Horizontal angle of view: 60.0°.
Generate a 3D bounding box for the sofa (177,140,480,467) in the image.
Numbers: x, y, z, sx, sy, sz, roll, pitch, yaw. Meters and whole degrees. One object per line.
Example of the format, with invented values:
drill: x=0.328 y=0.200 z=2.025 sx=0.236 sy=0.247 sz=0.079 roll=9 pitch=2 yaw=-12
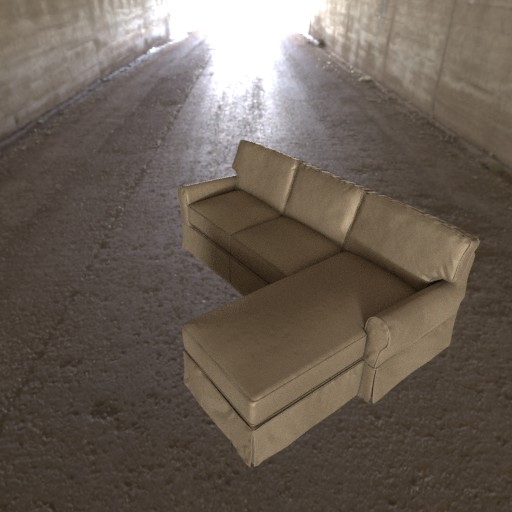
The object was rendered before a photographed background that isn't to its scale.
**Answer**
sofa: x=0.000 y=0.000 z=3.326 sx=1.733 sy=0.978 sz=2.475 roll=-22 pitch=38 yaw=-30
